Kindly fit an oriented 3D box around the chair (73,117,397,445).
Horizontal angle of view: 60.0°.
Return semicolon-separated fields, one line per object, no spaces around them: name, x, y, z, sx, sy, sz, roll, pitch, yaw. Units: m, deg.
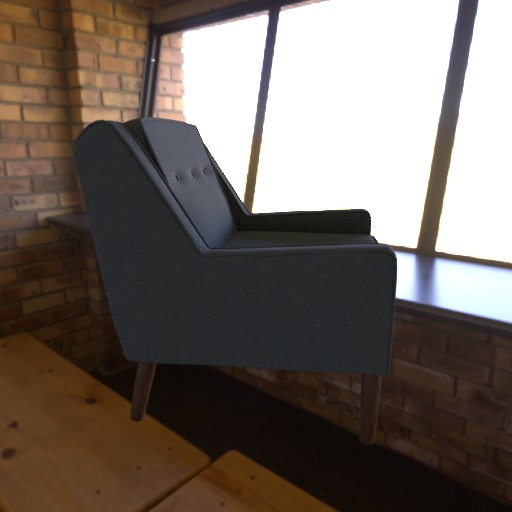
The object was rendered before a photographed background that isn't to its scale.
chair;0.000;0.000;1.315;0.733;0.780;0.663;2;14;8
